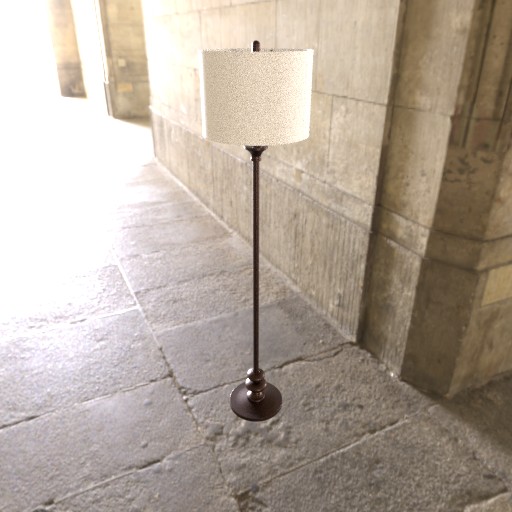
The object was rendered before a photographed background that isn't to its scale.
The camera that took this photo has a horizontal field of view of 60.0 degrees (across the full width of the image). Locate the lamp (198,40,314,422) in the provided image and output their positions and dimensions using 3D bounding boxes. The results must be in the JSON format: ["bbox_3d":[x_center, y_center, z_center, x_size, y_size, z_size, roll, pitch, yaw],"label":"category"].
[{"bbox_3d":[0.000,0.000,1.700,0.356,1.487,0.356,8,28,16],"label":"lamp"}]
